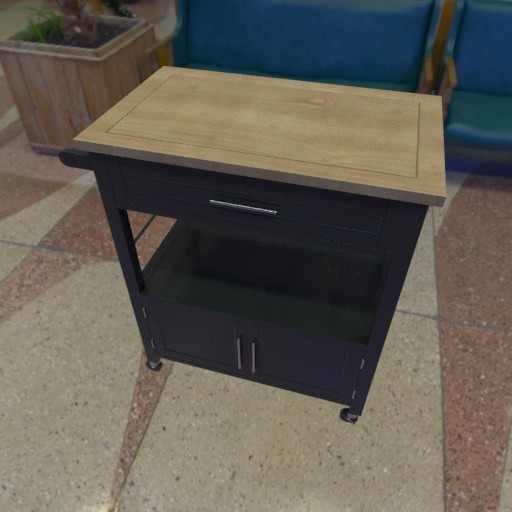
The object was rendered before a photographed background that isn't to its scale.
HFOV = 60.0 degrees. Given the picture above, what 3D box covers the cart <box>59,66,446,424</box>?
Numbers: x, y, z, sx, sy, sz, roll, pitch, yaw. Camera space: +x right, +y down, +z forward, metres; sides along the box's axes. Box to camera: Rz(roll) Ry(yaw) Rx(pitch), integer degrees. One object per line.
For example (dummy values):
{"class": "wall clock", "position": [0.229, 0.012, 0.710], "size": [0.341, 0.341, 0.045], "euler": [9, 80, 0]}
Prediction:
{"class": "cart", "position": [0.000, 0.000, 1.343], "size": [0.840, 0.901, 0.459], "euler": [11, 44, 12]}
